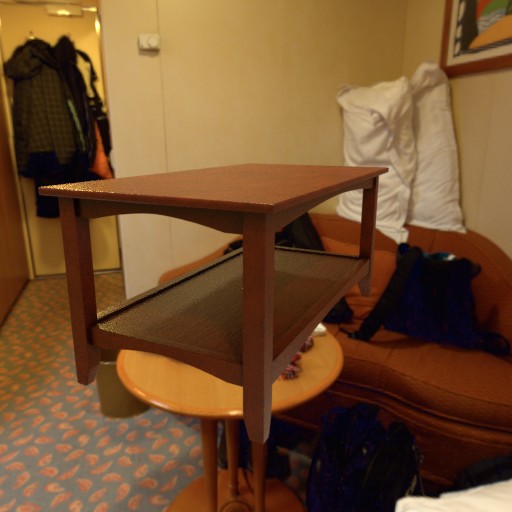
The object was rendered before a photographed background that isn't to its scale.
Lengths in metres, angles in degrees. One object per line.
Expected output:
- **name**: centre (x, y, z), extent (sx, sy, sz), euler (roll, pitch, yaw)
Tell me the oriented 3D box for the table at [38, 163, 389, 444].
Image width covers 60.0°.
- **table**: centre (0.000, 0.000, 1.262), extent (0.533, 0.456, 0.943), euler (7, 17, 26)
